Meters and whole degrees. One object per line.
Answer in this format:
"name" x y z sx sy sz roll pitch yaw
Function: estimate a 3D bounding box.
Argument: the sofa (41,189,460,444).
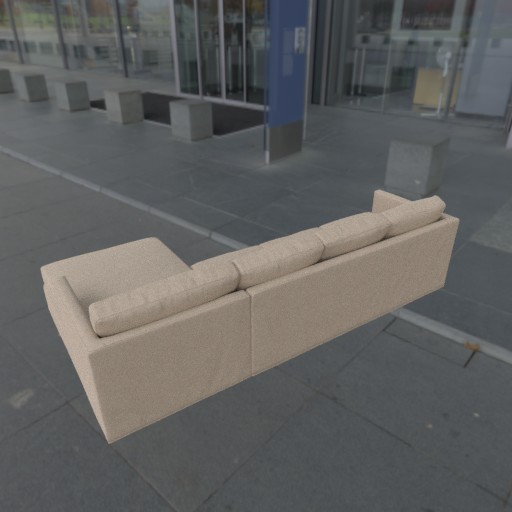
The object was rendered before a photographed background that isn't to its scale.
"sofa" 0.000 0.000 3.765 3.177 0.867 1.622 -17 33 -29
